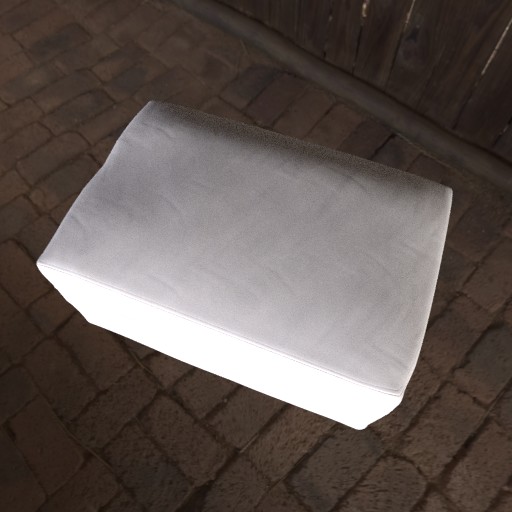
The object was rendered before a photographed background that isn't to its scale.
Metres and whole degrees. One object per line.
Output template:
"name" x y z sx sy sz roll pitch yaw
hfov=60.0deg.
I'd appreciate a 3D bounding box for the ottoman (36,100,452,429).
"ottoman" 0.000 0.000 1.191 0.872 0.444 0.590 19 64 10
